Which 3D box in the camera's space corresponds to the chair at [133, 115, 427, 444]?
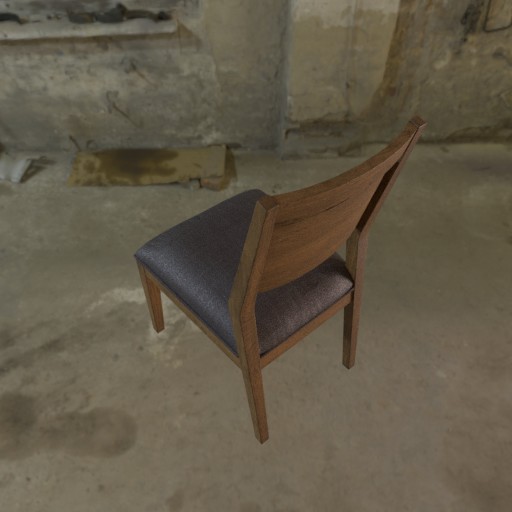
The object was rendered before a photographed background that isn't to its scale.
[{"bbox_3d":[0.000,0.000,1.272,0.501,0.939,0.610,-31,54,-26],"label":"chair"}]
